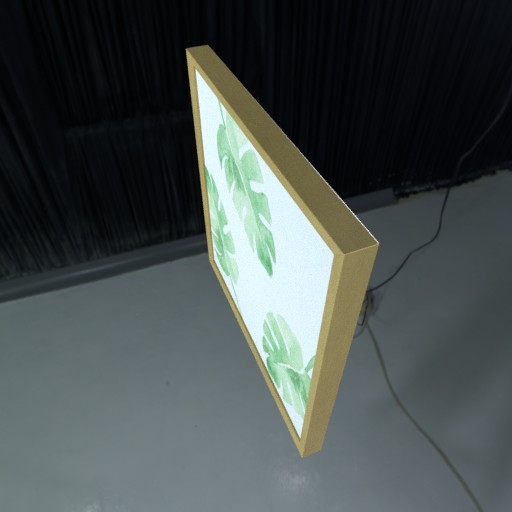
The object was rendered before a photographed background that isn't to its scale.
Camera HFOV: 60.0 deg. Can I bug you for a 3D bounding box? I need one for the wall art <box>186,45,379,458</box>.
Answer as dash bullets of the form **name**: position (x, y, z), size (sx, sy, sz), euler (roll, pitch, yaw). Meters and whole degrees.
- **wall art**: position (0.000, 0.000, 0.751), size (0.038, 0.508, 0.508), euler (-17, 49, -15)
